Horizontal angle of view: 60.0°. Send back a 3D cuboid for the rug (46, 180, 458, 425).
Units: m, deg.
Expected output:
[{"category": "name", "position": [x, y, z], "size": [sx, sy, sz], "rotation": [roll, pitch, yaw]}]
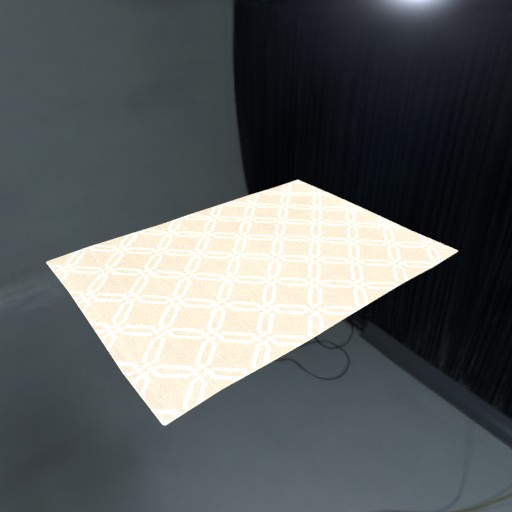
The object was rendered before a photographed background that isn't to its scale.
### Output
[{"category": "rug", "position": [0.000, 0.000, 2.790], "size": [2.135, 0.013, 1.524], "rotation": [-23, 39, -32]}]
